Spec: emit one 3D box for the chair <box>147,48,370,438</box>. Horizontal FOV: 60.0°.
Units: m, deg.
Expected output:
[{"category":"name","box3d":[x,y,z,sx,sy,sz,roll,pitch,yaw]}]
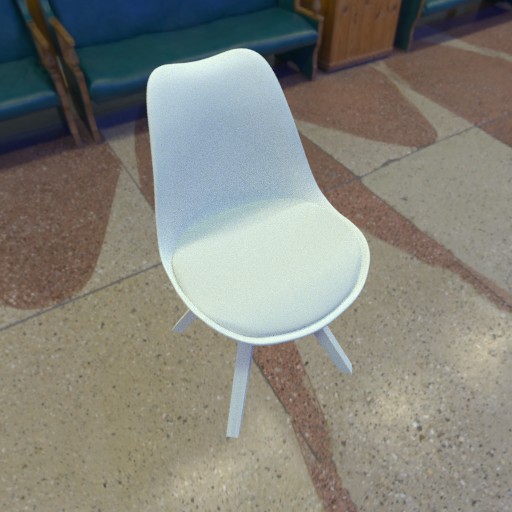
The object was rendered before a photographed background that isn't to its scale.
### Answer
[{"category":"chair","box3d":[0.000,0.000,1.166,0.485,0.850,0.550,-23,51,-20]}]
